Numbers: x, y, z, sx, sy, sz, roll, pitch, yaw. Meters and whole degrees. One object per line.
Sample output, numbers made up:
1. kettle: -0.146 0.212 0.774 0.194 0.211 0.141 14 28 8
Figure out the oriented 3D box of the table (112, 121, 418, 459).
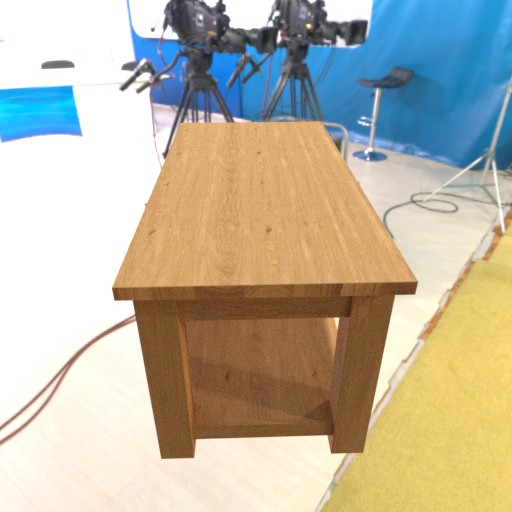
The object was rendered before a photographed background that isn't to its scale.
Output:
1. table: 0.000 0.000 1.149 0.450 0.452 0.899 -1 31 -2
